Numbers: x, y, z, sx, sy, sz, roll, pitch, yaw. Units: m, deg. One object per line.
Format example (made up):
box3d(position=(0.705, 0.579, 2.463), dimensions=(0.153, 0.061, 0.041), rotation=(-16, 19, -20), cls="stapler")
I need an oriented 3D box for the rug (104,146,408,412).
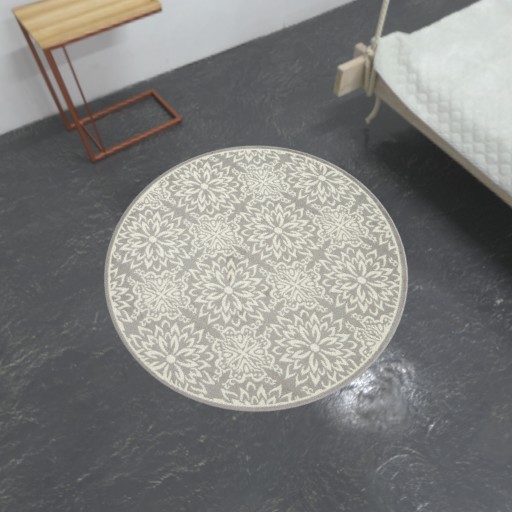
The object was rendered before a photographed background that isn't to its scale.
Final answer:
box3d(position=(0.000, 0.000, 2.358), dimensions=(1.593, 0.012, 1.593), rotation=(0, 60, 0), cls="rug")
